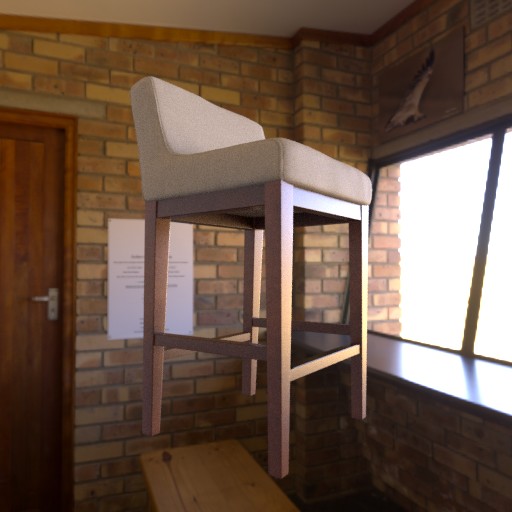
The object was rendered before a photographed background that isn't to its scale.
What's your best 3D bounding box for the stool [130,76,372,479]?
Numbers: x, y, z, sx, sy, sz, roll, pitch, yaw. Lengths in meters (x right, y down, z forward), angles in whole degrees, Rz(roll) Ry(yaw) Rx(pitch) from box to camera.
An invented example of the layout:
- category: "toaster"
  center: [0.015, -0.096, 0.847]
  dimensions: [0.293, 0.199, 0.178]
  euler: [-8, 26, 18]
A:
- category: "stool"
  center: [0.000, 0.000, 1.231]
  dimensions: [0.500, 0.937, 0.511]
  euler: [-1, -2, 35]
